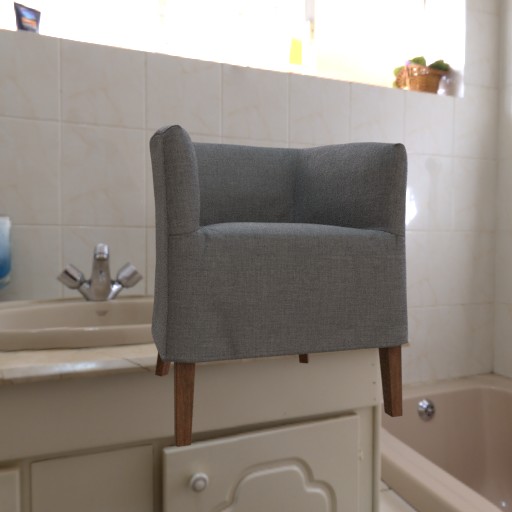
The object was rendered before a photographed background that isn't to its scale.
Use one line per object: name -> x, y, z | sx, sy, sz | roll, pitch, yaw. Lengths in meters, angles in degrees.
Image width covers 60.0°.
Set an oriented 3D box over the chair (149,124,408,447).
chair -> 0.000, 0.000, 1.291 | 0.600, 0.771, 0.668 | 0, 1, -18
